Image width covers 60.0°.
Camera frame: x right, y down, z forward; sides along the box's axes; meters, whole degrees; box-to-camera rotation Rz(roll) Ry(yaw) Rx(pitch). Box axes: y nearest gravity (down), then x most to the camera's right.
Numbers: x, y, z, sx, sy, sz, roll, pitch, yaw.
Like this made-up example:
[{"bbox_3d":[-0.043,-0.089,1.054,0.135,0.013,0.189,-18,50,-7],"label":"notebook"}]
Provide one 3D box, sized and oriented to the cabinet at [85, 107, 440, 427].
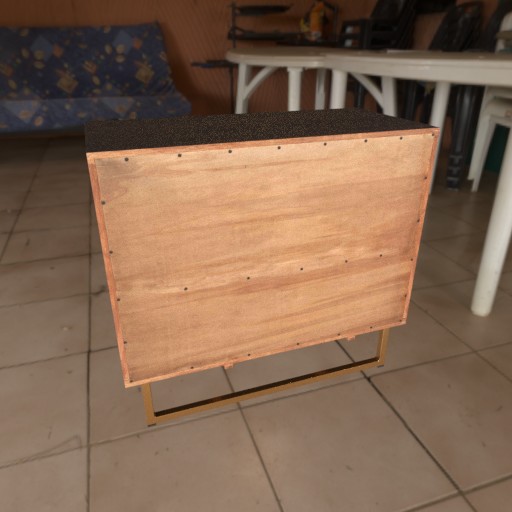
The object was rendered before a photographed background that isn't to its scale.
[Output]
[{"bbox_3d":[0.000,0.000,1.492,0.950,0.860,0.451,-9,27,-18],"label":"cabinet"}]
